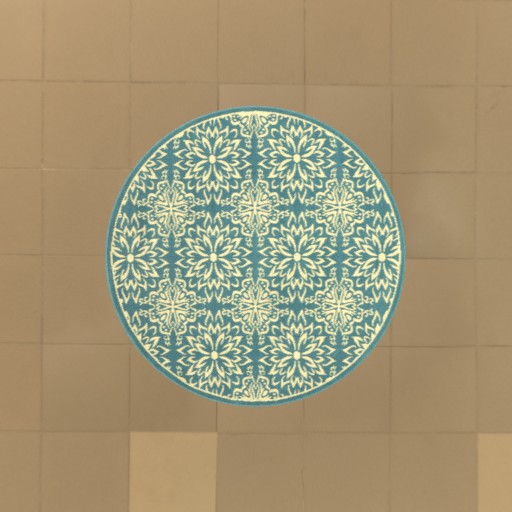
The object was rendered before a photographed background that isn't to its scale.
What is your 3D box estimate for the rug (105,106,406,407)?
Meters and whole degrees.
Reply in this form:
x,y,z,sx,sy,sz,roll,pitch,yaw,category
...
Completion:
x,y,z,sx,sy,sz,roll,pitch,yaw,category
0.000,0.000,2.347,1.593,0.012,1.593,0,90,-1,rug
